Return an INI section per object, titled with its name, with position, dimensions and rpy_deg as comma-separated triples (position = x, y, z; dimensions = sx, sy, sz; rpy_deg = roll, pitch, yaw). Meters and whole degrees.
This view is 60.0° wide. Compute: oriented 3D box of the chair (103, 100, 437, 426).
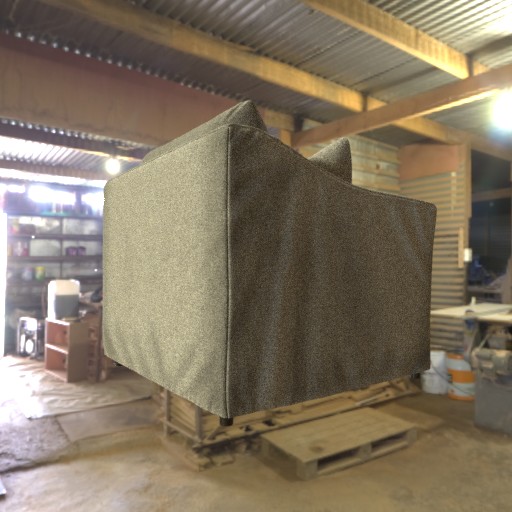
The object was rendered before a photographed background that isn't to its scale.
[chair]
position = 0.000, 0.000, 2.040
dimensions = 1.071, 1.059, 1.194
rpy_deg = 1, -1, -36
